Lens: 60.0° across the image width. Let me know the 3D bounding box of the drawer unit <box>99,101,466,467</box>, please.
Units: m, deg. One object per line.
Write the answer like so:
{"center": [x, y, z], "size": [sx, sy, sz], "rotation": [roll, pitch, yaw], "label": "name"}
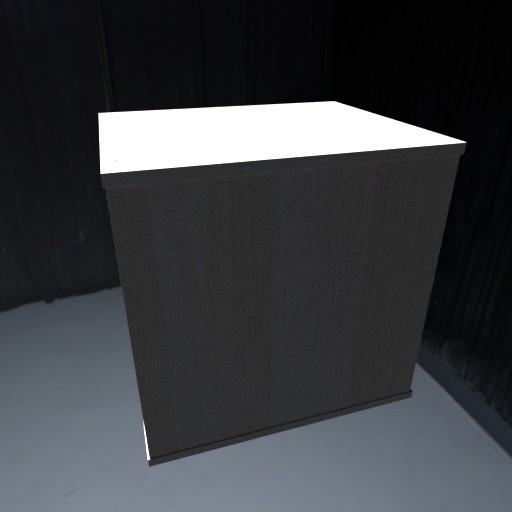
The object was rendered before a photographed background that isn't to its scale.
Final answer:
{"center": [0.000, 0.000, 0.597], "size": [0.349, 0.344, 0.290], "rotation": [-8, 28, -16], "label": "drawer unit"}
